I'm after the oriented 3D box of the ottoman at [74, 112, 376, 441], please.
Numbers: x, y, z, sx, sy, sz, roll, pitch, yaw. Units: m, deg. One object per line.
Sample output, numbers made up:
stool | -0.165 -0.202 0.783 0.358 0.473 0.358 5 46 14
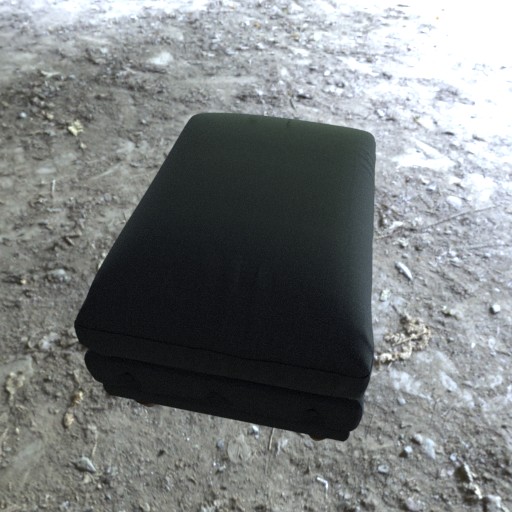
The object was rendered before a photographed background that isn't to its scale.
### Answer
ottoman | 0.000 0.000 1.119 0.558 0.486 0.767 8 46 8
